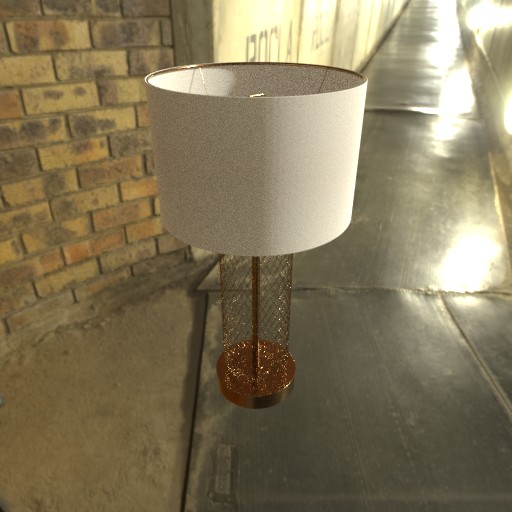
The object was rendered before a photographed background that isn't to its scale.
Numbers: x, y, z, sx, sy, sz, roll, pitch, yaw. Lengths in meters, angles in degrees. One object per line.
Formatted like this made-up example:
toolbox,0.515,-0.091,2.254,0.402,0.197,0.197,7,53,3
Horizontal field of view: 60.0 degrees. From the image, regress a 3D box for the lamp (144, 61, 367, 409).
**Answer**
lamp,0.000,0.000,0.634,0.252,0.483,0.252,-22,37,-33
